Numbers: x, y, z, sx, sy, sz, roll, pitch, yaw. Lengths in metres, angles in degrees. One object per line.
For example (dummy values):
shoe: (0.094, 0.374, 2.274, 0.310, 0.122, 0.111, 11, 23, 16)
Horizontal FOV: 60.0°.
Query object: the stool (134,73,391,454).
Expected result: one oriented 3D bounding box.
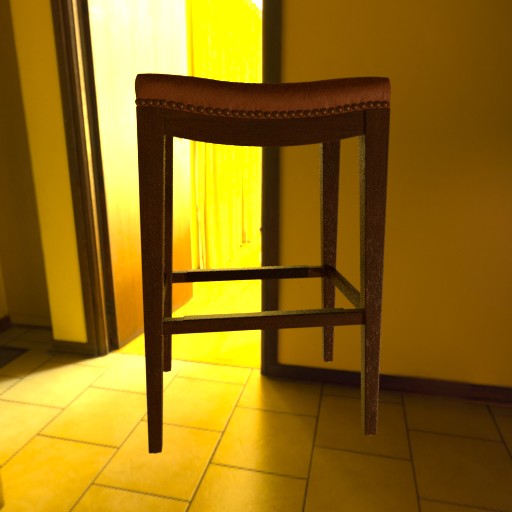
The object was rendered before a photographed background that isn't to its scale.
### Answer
stool: (0.000, 0.000, 1.036, 0.500, 0.759, 0.361, -2, 15, -7)
